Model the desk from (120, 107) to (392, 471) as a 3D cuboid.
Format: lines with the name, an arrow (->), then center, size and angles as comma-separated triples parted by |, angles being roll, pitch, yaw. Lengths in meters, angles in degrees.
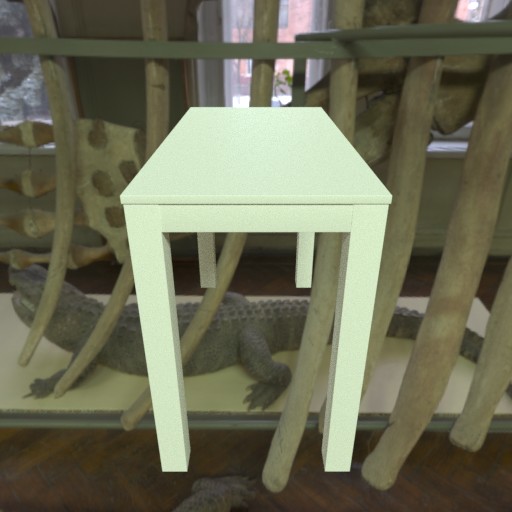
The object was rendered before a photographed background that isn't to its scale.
desk -> 0.000, 0.000, 1.423 | 0.497, 0.762, 0.990 | 0, 27, 0
